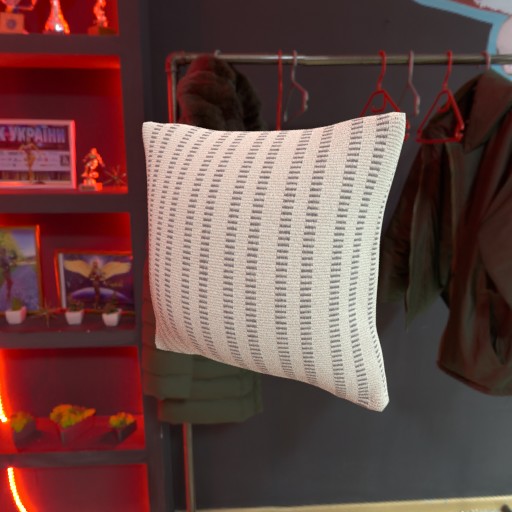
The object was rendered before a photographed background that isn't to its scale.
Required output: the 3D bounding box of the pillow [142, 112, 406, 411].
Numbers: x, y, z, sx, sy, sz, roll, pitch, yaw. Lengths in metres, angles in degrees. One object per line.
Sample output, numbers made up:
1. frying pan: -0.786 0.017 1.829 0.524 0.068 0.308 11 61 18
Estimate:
1. pillow: 0.000 0.000 0.700 0.438 0.419 0.247 8 16 28
